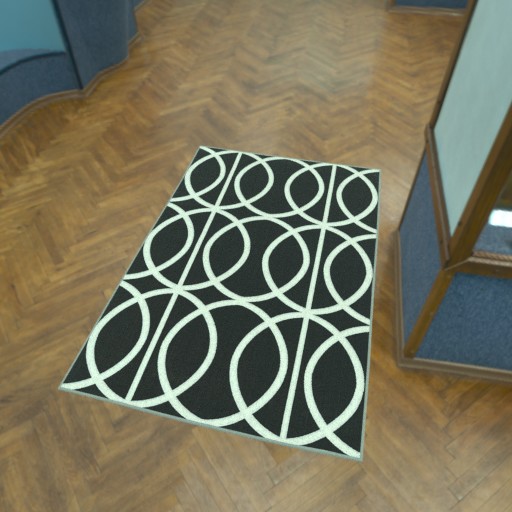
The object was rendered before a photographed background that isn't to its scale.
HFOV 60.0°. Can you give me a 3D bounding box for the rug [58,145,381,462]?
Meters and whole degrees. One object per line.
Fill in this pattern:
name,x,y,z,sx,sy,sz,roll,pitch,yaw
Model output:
rug,0.000,0.000,2.870,1.526,0.014,2.290,10,47,9
